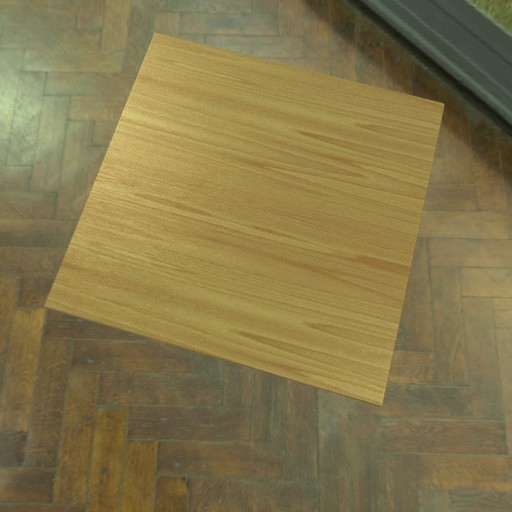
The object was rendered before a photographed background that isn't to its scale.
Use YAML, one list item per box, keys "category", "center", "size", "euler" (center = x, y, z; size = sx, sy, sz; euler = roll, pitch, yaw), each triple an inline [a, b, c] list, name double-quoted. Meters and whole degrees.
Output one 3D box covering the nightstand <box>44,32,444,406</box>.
- category: "nightstand"
  center: [0.000, 0.000, 0.879]
  size: [0.428, 0.614, 0.418]
  euler: [16, 76, 4]
